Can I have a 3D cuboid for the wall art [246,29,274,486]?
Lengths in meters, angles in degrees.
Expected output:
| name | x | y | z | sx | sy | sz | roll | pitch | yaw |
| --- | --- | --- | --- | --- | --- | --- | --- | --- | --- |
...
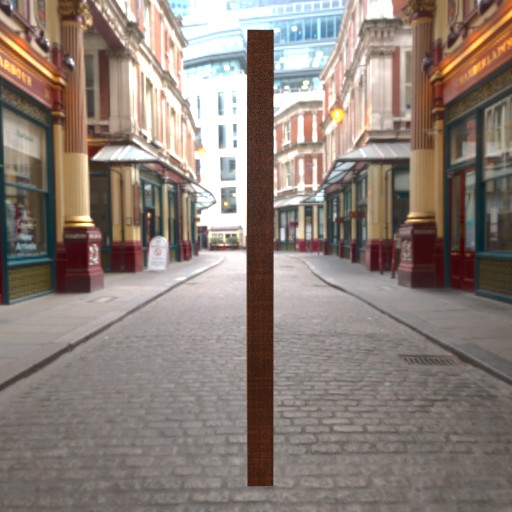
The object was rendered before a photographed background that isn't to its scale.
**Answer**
| name | x | y | z | sx | sy | sz | roll | pitch | yaw |
| --- | --- | --- | --- | --- | --- | --- | --- | --- | --- |
| wall art | 0.000 | 0.000 | 0.783 | 0.033 | 0.567 | 0.467 | 0 | 2 | -1 |
